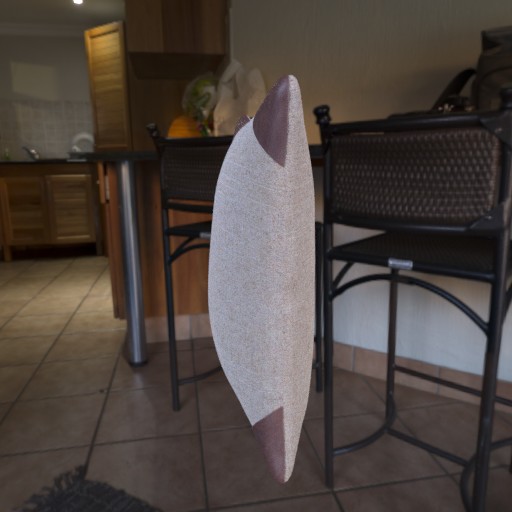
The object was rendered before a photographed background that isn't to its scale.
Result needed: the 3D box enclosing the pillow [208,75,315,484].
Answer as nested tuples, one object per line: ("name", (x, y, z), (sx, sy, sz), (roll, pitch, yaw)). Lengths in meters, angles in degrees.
("pillow", (0.000, 0.000, 0.672), (0.147, 0.448, 0.437), (-2, 13, -8))
